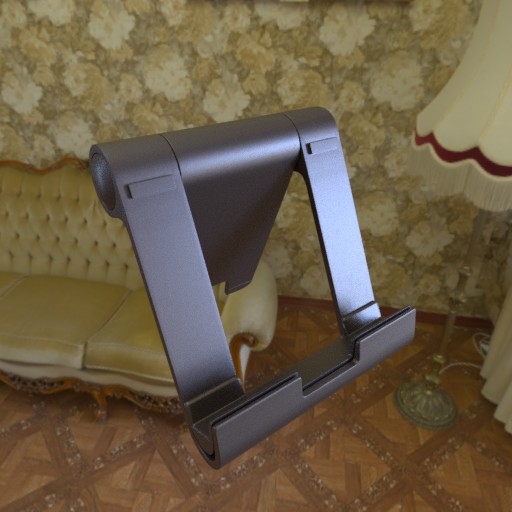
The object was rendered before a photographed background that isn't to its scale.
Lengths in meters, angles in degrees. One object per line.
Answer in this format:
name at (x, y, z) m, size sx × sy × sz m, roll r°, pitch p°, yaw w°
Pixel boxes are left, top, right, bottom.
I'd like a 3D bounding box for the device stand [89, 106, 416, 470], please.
device stand at (0.000, 0.000, 0.153) m, size 0.088 × 0.084 × 0.079 m, roll -21°, pitch 36°, yaw -32°
